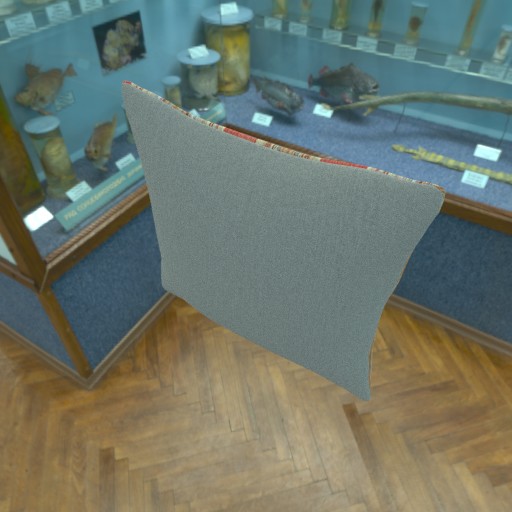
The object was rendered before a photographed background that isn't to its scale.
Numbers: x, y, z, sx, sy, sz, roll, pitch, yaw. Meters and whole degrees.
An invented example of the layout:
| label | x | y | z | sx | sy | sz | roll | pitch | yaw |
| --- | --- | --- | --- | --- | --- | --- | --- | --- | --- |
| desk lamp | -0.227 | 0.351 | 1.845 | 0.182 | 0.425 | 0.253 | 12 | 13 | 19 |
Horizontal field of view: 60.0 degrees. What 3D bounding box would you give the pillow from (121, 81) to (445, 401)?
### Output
| label | x | y | z | sx | sy | sz | roll | pitch | yaw |
| --- | --- | --- | --- | --- | --- | --- | --- | --- | --- |
| pillow | 0.000 | 0.000 | 0.647 | 0.437 | 0.419 | 0.136 | 25 | 50 | 23 |
